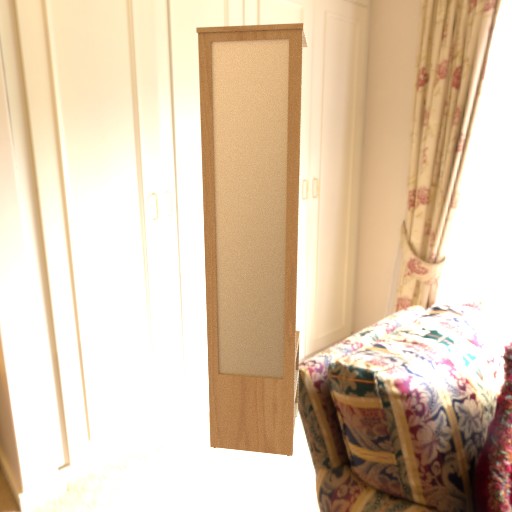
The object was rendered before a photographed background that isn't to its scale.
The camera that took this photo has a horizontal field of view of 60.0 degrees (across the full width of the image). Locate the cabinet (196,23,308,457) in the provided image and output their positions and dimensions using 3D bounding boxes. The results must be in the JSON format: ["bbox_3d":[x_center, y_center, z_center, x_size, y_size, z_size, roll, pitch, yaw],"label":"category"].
[{"bbox_3d":[0.000,0.000,2.063,0.411,1.879,0.338,2,14,9],"label":"cabinet"}]
